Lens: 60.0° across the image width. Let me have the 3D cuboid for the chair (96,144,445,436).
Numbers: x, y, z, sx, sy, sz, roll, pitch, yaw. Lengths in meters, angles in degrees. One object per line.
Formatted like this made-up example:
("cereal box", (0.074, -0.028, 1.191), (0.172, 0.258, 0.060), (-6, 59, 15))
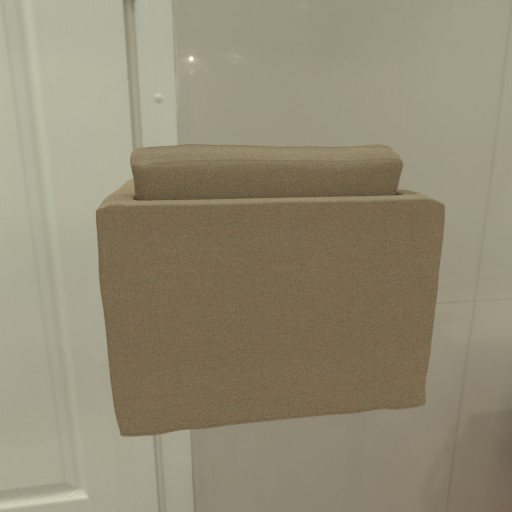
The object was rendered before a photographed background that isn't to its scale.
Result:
("chair", (0.000, 0.000, 1.756), (1.057, 0.863, 0.949), (-2, 15, -9))
